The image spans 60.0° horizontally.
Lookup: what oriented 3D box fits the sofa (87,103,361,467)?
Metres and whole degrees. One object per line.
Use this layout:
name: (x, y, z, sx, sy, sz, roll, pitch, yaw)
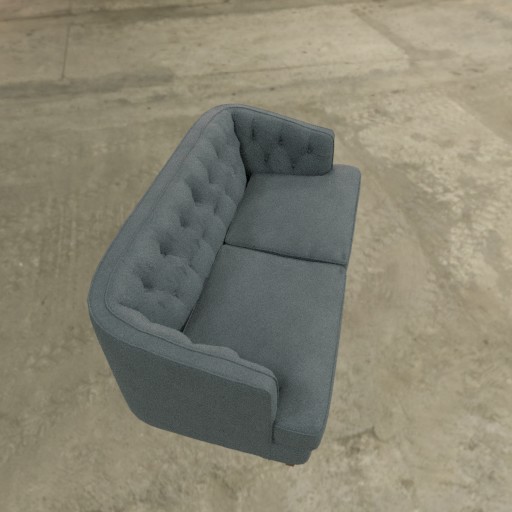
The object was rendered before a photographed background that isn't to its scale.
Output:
sofa: (0.000, 0.000, 2.245, 0.941, 0.855, 1.733, 10, 46, 10)
